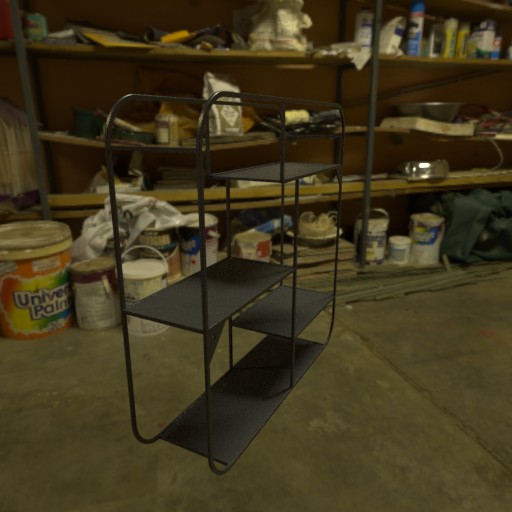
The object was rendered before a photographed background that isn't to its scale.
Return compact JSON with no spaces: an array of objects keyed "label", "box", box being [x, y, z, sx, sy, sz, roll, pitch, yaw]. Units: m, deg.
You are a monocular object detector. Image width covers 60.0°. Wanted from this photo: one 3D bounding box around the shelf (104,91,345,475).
[{"label":"shelf","box":[0.000,0.000,0.903,0.160,0.600,0.600,9,19,27]}]
